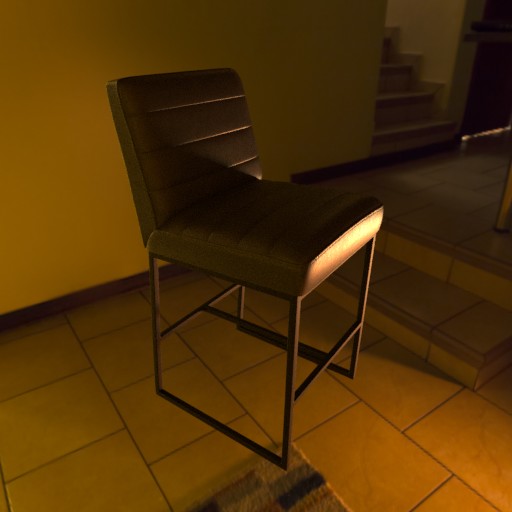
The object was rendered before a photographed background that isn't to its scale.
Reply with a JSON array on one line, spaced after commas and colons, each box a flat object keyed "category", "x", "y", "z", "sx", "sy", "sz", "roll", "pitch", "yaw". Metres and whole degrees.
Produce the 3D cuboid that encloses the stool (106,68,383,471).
[{"category": "stool", "x": 0.000, "y": 0.000, "z": 1.238, "sx": 0.552, "sy": 0.938, "sz": 0.457, "roll": 17, "pitch": 31, "yaw": 31}]
